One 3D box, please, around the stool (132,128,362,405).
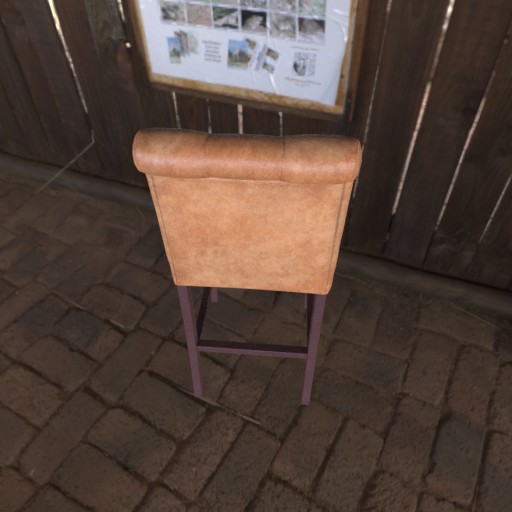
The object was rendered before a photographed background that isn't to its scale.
[{"bbox_3d":[0.000,0.000,1.455,0.493,1.140,0.601,3,44,3],"label":"stool"}]
